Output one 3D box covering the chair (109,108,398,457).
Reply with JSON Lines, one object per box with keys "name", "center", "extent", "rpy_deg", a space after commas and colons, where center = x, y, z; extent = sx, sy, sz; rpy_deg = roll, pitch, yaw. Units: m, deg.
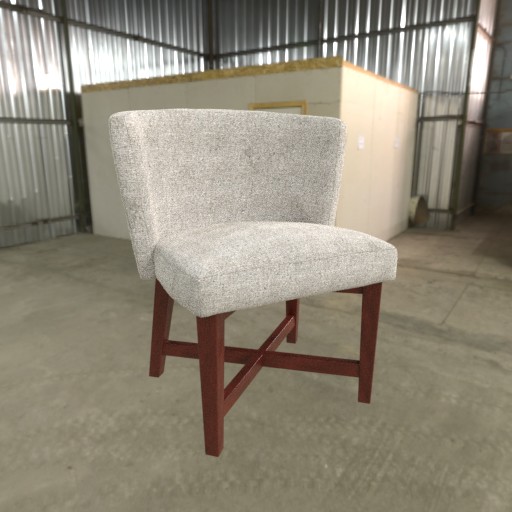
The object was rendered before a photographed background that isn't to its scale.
{"name": "chair", "center": [0.000, 0.000, 1.272], "extent": [0.728, 0.827, 0.575], "rpy_deg": [-8, 17, -27]}
